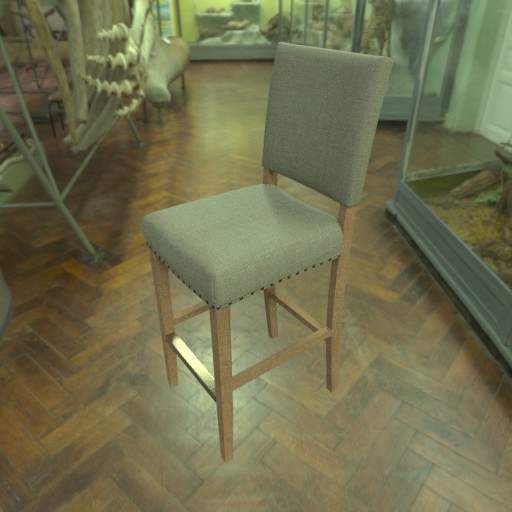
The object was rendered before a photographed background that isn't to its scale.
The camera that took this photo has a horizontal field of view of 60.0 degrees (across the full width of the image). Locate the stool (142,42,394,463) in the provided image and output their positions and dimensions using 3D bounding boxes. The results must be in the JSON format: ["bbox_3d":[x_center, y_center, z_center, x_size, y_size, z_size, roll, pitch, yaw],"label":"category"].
[{"bbox_3d":[0.000,0.000,1.449,0.585,1.203,0.445,-21,37,-30],"label":"stool"}]
